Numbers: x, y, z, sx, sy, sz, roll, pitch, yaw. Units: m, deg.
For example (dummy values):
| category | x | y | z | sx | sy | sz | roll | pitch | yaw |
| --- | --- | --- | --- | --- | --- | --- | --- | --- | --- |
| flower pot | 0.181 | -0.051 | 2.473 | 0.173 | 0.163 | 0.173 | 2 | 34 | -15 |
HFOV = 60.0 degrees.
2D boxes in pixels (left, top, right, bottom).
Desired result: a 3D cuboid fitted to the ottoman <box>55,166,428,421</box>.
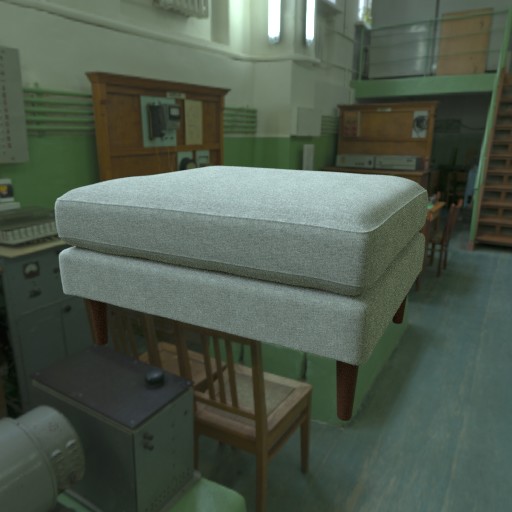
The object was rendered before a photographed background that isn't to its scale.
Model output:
| category | x | y | z | sx | sy | sz | roll | pitch | yaw |
| --- | --- | --- | --- | --- | --- | --- | --- | --- | --- |
| ottoman | 0.000 | 0.000 | 1.265 | 0.821 | 0.474 | 0.693 | 8 | 18 | 27 |
